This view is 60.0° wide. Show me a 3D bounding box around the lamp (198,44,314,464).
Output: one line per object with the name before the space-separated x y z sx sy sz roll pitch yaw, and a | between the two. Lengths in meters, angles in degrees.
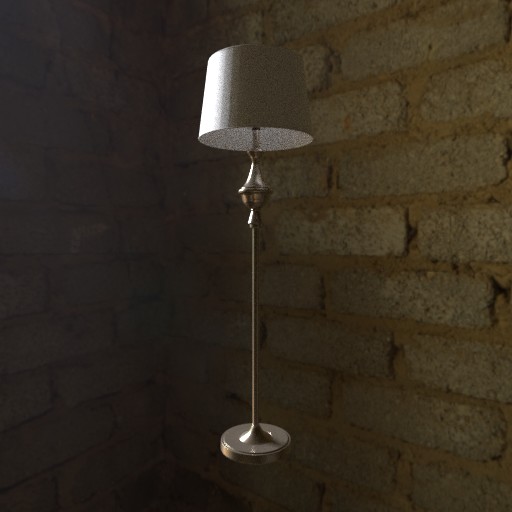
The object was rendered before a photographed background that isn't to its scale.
lamp | 0.000 0.000 1.691 0.431 1.488 0.431 0 3 0
